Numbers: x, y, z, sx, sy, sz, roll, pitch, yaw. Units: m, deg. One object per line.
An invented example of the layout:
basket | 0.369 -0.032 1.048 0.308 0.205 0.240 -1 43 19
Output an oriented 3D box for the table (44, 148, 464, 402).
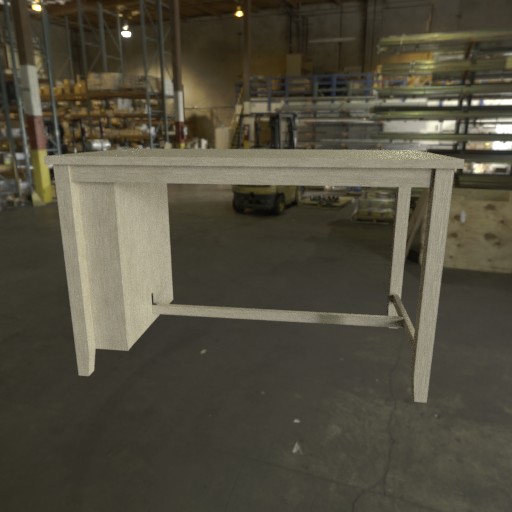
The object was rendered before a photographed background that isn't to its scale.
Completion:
table | 0.000 0.000 1.923 1.397 0.874 0.729 2 16 8
